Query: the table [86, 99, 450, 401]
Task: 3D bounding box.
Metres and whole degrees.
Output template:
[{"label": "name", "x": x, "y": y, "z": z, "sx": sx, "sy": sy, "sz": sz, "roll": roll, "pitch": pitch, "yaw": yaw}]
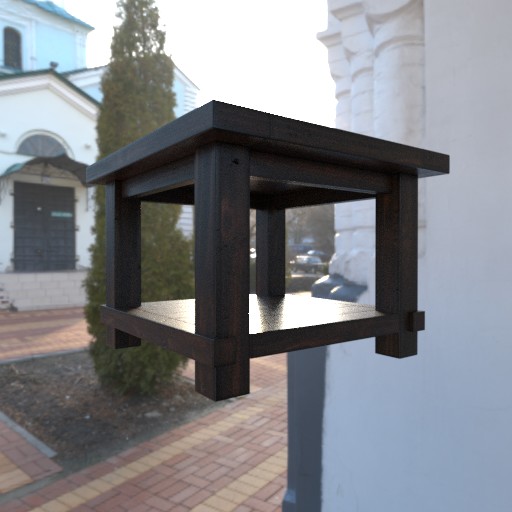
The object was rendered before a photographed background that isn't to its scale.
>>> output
[{"label": "table", "x": 0.000, "y": 0.000, "z": 1.025, "sx": 0.593, "sy": 0.437, "sz": 0.606, "roll": 0, "pitch": 1, "yaw": -36}]
